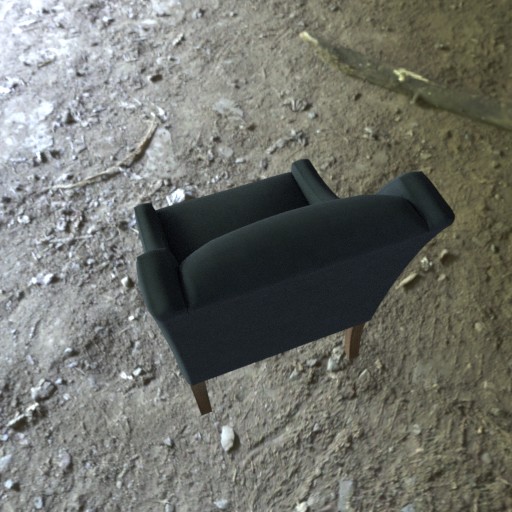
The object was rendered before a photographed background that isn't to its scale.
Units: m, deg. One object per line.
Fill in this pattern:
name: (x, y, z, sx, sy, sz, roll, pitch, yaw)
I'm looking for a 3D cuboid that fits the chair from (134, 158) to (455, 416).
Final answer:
chair: (0.000, 0.000, 1.324, 0.629, 0.895, 0.629, -18, 60, -11)
